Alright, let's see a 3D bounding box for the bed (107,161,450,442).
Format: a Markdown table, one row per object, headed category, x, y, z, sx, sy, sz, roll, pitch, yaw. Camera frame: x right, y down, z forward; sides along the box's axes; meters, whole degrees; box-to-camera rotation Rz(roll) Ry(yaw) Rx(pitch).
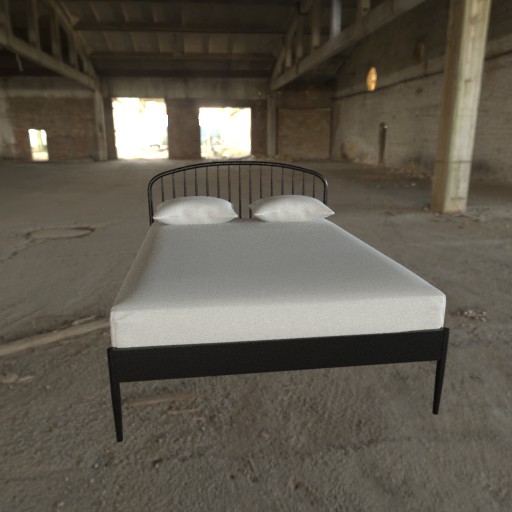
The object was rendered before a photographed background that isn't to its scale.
| category | x | y | z | sx | sy | sz | roll | pitch | yaw |
| --- | --- | --- | --- | --- | --- | --- | --- | --- | --- |
| bed | 0.000 | 0.000 | 3.037 | 1.618 | 1.166 | 2.159 | -2 | 15 | -7 |
